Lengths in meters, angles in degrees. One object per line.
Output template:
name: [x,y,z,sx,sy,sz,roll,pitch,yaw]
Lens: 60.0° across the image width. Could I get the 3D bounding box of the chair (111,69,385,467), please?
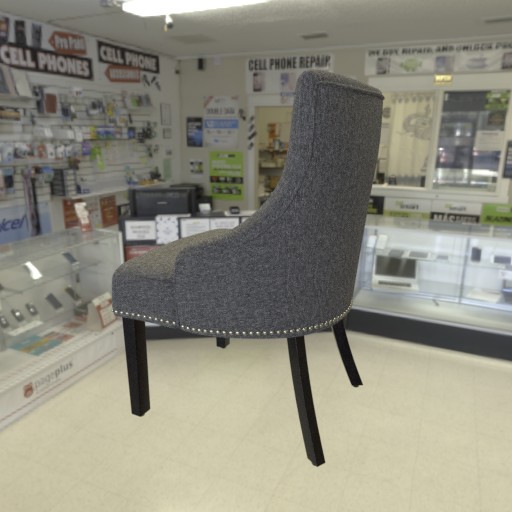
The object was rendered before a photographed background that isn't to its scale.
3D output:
chair: [0.000,0.000,1.261,0.629,0.909,0.566,8,17,26]
